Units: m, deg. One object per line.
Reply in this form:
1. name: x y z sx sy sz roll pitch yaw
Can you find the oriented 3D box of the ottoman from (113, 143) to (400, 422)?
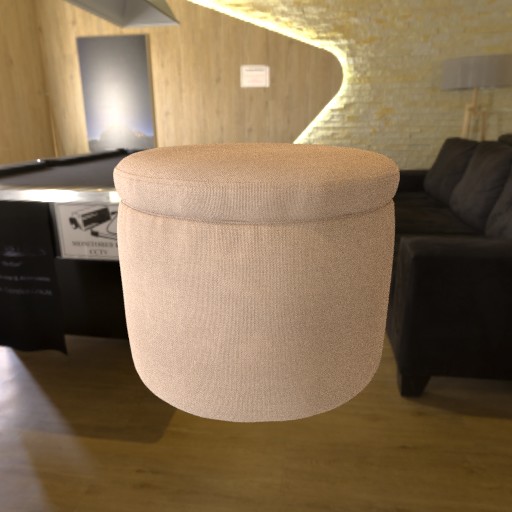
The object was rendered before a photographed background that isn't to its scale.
1. ottoman: 0.000 0.000 0.846 0.497 0.409 0.497 0 18 0
